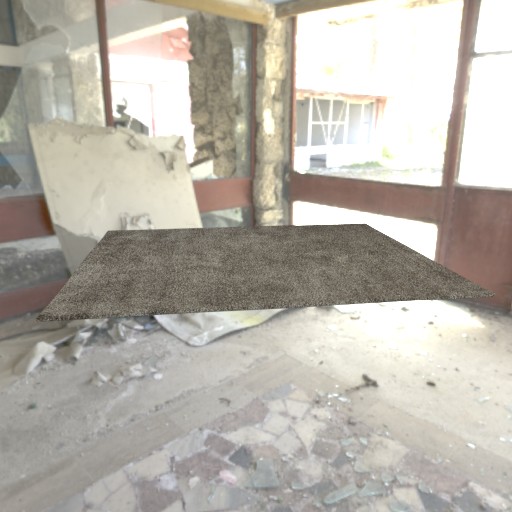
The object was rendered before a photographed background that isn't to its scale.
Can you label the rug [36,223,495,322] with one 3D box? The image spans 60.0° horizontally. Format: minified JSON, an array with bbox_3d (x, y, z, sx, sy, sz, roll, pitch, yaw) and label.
[{"bbox_3d":[0.000,0.000,3.995,3.000,0.025,2.401,-2,16,-8],"label":"rug"}]
